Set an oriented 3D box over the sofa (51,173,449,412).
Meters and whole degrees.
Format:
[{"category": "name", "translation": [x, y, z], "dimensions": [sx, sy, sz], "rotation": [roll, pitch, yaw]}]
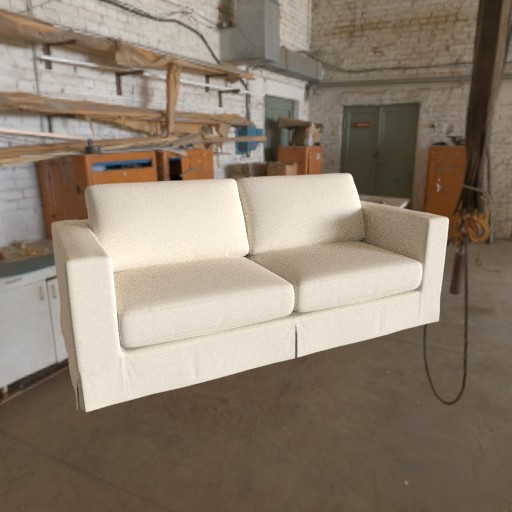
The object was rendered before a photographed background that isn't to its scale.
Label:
[{"category": "sofa", "translation": [0.000, 0.000, 2.629], "dimensions": [2.163, 0.881, 0.954], "rotation": [-8, 17, -26]}]
